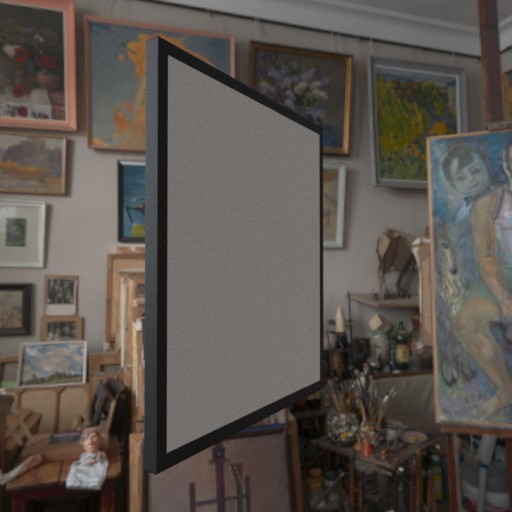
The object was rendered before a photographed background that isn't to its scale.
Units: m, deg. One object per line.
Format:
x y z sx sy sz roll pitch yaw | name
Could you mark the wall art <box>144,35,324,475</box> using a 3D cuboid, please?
0.000 0.000 0.695 0.021 0.509 0.430 -1 -1 35 | wall art
